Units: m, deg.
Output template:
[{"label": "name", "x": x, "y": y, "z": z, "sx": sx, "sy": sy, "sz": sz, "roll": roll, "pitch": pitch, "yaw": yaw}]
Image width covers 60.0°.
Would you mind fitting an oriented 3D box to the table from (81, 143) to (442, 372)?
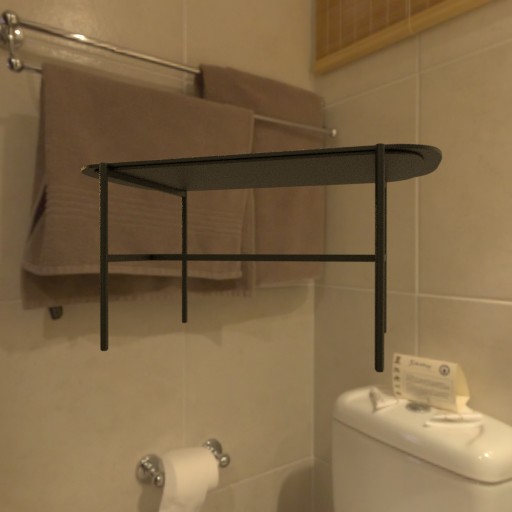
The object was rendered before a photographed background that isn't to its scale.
[{"label": "table", "x": 0.000, "y": 0.000, "z": 1.043, "sx": 0.800, "sy": 0.400, "sz": 0.400, "roll": 0, "pitch": 1, "yaw": 17}]
